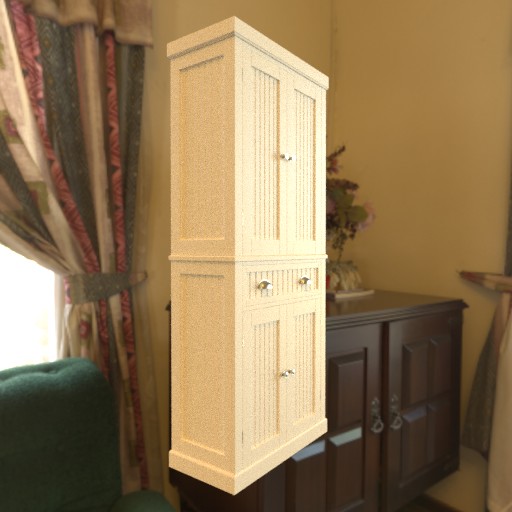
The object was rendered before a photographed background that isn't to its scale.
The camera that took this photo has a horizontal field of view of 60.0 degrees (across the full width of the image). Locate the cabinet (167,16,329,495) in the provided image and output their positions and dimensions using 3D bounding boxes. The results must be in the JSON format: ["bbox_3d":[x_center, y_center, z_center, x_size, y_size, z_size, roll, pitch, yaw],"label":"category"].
[{"bbox_3d":[0.000,0.000,2.100,0.390,1.829,0.754,1,1,37],"label":"cabinet"}]
